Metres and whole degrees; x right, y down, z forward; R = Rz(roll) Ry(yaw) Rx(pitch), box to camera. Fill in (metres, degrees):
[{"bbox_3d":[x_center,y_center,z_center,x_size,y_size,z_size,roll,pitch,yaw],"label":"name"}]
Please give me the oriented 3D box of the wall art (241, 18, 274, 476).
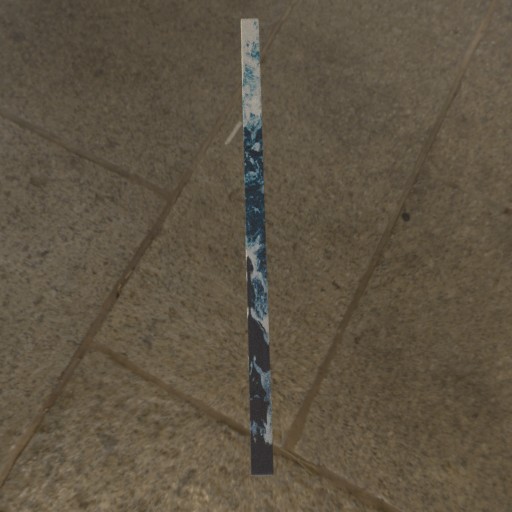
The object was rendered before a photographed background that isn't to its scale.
[{"bbox_3d":[0.000,0.000,1.146,0.042,0.610,0.915,-1,76,0],"label":"wall art"}]
